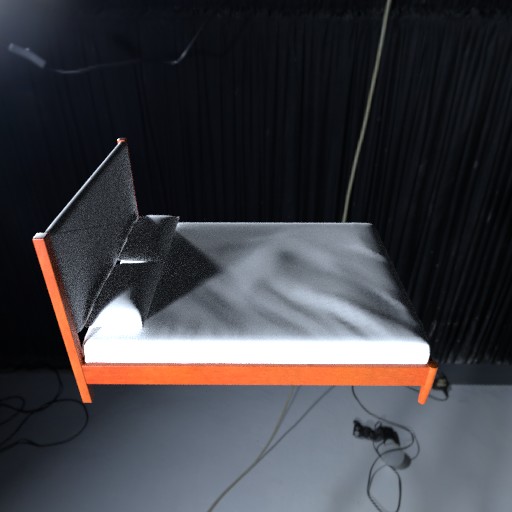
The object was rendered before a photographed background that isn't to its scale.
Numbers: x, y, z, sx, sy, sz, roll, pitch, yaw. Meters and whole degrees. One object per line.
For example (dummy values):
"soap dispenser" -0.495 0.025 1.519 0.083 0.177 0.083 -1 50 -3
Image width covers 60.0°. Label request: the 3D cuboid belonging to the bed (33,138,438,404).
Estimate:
"bed" 0.000 0.000 3.065 2.117 1.165 1.566 0 32 0
